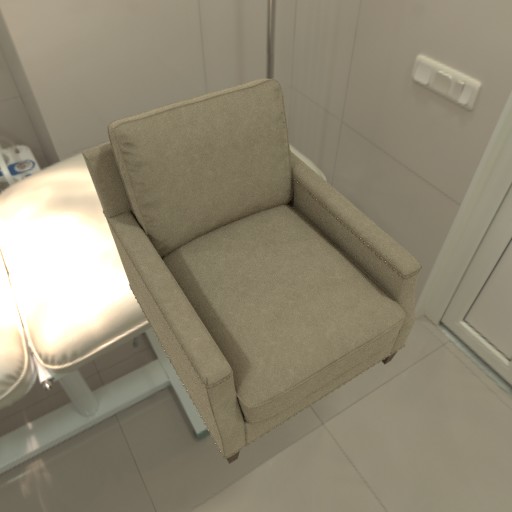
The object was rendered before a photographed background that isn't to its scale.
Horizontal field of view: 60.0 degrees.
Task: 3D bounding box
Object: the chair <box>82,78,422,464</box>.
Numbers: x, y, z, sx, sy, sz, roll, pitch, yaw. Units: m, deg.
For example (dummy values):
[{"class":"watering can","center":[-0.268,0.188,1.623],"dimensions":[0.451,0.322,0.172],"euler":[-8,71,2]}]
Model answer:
[{"class":"chair","center":[0.000,0.000,1.681],"dimensions":[0.853,0.943,1.014],"euler":[-25,52,-21]}]
